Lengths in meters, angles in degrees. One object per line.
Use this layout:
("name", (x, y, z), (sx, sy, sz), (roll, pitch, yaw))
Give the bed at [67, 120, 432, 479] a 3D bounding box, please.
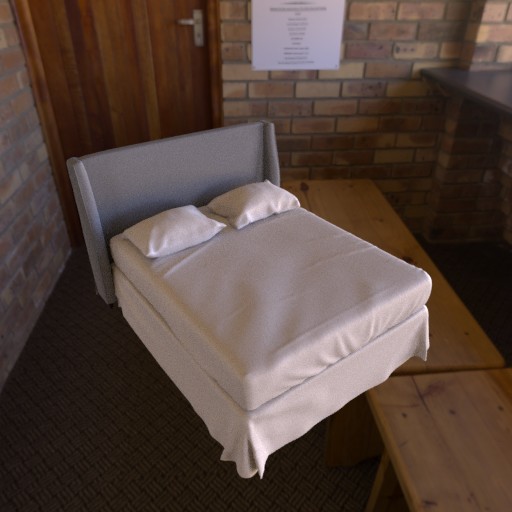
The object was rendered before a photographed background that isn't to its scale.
("bed", (0.000, 0.000, 3.386), (1.925, 1.332, 2.276), (-21, 38, -30))
